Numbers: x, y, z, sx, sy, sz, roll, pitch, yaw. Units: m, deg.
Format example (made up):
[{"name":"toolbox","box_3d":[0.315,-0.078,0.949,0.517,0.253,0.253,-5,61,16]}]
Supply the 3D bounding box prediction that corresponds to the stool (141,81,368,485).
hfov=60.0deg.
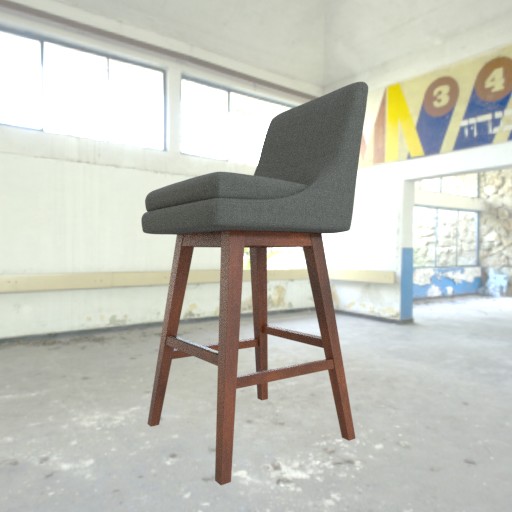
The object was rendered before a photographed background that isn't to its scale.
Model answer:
[{"name":"stool","box_3d":[0.000,0.000,1.256,0.524,0.977,0.447,0,0,-35]}]
